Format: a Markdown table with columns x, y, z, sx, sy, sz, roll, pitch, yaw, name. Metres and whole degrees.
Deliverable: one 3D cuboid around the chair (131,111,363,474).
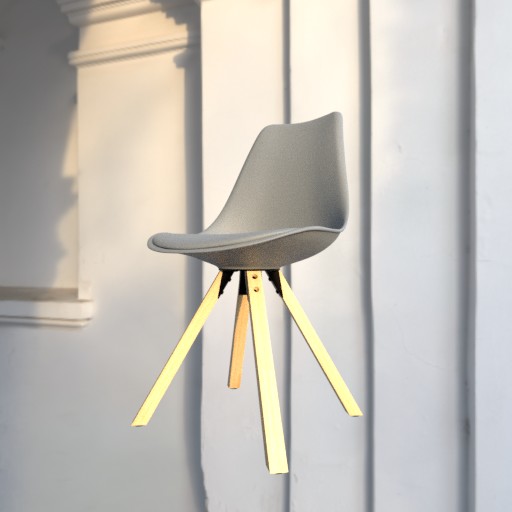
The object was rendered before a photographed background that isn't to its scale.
| x | y | z | sx | sy | sz | roll | pitch | yaw | name |
| --- | --- | --- | --- | --- | --- | --- | --- | --- | --- |
| 0.000 | 0.000 | 1.171 | 0.485 | 0.850 | 0.549 | 0 | 0 | 36 | chair |
